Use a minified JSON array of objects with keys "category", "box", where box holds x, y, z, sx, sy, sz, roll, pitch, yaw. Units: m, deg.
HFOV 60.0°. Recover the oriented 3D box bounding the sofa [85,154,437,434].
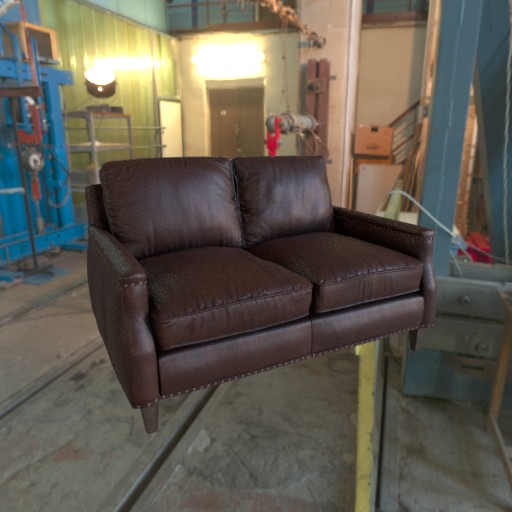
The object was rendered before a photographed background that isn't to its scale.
[{"category":"sofa","box":[0.000,0.000,2.339,1.628,1.003,1.083,-8,18,-26]}]
